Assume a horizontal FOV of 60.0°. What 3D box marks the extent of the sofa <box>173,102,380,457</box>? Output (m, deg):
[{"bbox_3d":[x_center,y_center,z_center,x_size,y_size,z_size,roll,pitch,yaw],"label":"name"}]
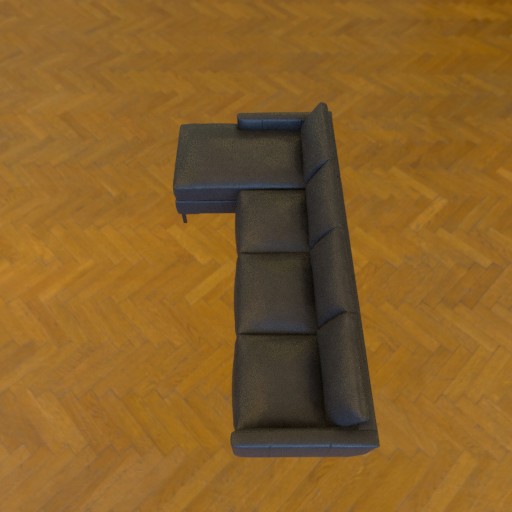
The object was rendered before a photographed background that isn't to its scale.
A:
[{"bbox_3d":[0.000,0.000,3.616,1.471,0.859,2.993,0,58,0],"label":"sofa"}]
